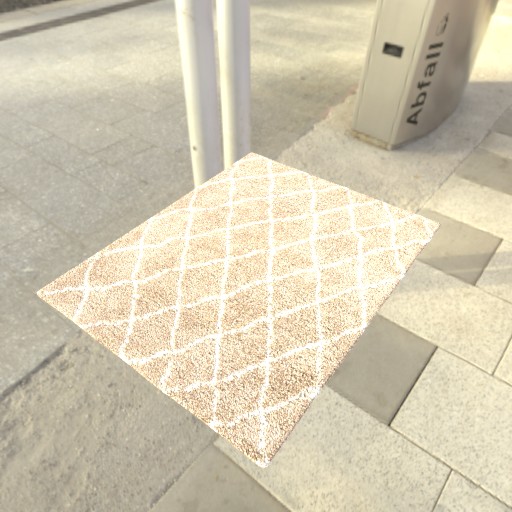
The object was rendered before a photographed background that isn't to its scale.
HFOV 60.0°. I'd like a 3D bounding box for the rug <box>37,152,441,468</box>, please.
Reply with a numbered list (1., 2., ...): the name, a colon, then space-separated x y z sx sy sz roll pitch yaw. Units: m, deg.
1. rug: 0.000 0.000 4.157 2.438 0.029 3.047 27 49 27
